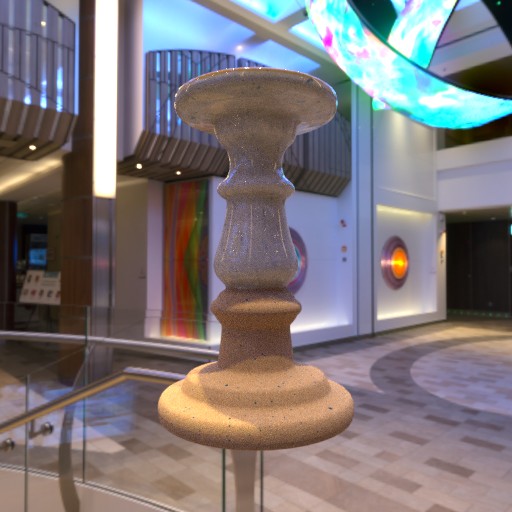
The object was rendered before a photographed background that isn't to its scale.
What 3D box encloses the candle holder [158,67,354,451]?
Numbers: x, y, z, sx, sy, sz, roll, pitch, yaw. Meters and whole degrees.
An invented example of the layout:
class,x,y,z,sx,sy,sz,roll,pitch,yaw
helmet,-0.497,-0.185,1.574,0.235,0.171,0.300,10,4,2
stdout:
class,x,y,z,sx,sy,sz,roll,pitch,yaw
candle holder,0.000,0.000,0.286,0.123,0.202,0.123,0,-1,0
